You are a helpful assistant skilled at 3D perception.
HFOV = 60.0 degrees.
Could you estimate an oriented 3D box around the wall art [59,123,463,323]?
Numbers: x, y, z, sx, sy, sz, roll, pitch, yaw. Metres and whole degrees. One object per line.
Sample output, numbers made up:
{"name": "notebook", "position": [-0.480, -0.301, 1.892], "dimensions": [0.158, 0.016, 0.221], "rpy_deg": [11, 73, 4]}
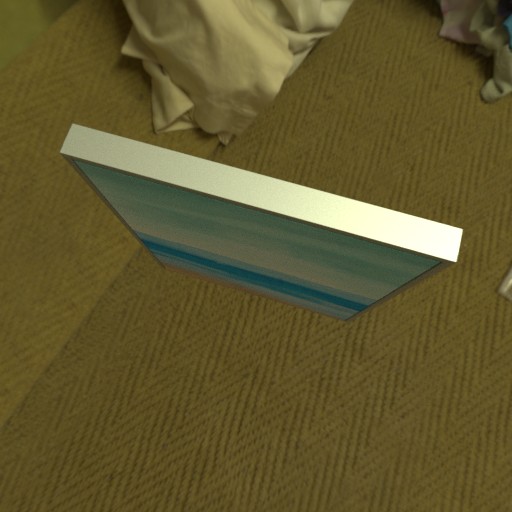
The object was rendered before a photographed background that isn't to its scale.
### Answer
{"name": "wall art", "position": [0.000, 0.000, 0.747], "dimensions": [0.445, 0.553, 0.039], "rpy_deg": [16, 76, 4]}
